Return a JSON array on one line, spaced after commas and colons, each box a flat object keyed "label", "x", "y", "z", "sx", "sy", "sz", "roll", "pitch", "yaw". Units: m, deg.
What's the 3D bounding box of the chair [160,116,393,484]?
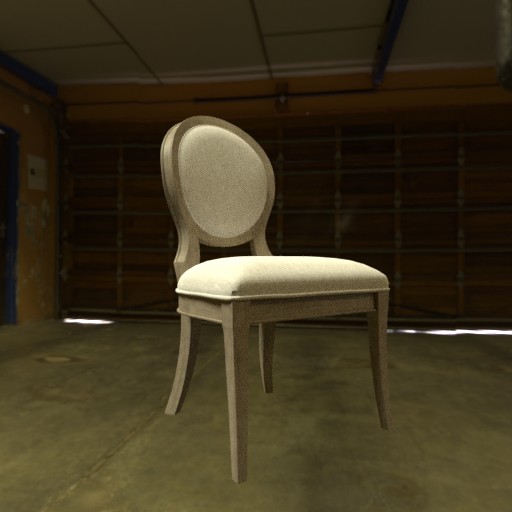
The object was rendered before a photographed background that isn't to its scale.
[{"label": "chair", "x": 0.000, "y": 0.000, "z": 1.359, "sx": 0.558, "sy": 0.990, "sz": 0.602, "roll": 0, "pitch": -1, "yaw": -36}]
